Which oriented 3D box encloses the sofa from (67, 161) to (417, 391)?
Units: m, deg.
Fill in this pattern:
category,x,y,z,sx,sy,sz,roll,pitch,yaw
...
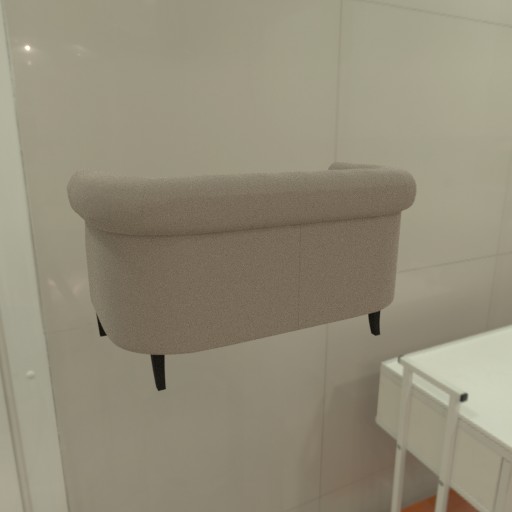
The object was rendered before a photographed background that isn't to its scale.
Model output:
category,x,y,z,sx,sy,sz,roll,pitch,yaw
sofa,0.000,0.000,2.093,1.558,0.827,0.835,-7,17,-26
